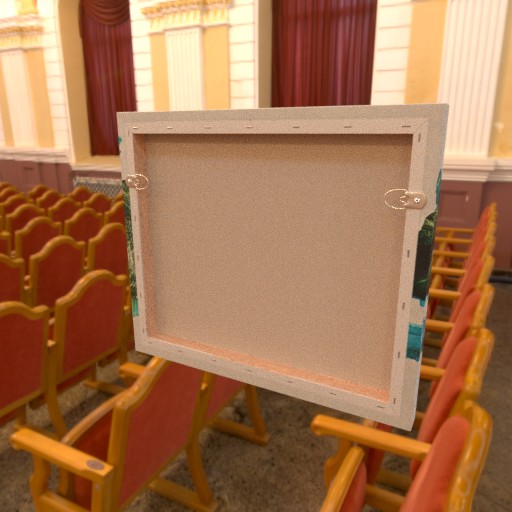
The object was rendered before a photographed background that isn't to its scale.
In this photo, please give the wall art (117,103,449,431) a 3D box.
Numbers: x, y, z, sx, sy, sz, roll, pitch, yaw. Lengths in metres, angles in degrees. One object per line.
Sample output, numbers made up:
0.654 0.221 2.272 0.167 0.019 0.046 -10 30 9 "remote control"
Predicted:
0.000 0.000 0.690 0.507 0.435 0.041 8 17 27 "wall art"
